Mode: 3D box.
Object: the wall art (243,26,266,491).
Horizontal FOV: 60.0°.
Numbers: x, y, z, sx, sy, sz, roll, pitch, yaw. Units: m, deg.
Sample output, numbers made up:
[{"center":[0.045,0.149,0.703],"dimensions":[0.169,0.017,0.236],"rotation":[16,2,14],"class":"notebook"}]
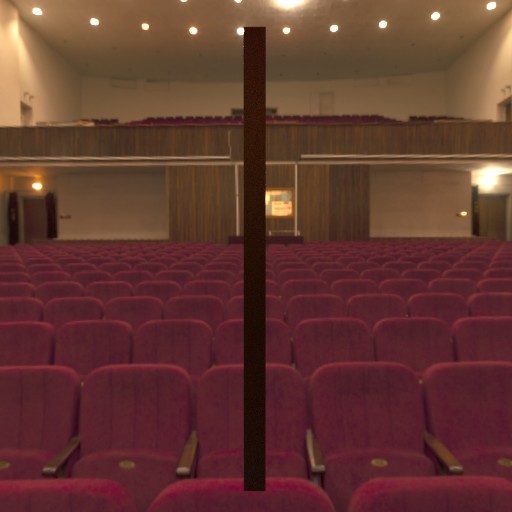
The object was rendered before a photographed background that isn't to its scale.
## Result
[{"center":[0.000,0.000,1.098],"dimensions":[0.036,0.755,0.756],"rotation":[0,2,0],"class":"wall art"}]
